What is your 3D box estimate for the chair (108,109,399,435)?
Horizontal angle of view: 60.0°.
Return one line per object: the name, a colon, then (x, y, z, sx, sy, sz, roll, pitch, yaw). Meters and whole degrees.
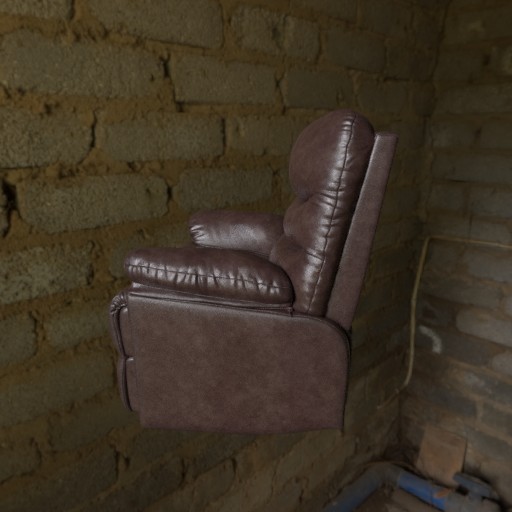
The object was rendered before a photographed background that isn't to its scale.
chair: (0.000, 0.000, 1.704, 0.879, 1.041, 0.940, 2, 15, 8)
